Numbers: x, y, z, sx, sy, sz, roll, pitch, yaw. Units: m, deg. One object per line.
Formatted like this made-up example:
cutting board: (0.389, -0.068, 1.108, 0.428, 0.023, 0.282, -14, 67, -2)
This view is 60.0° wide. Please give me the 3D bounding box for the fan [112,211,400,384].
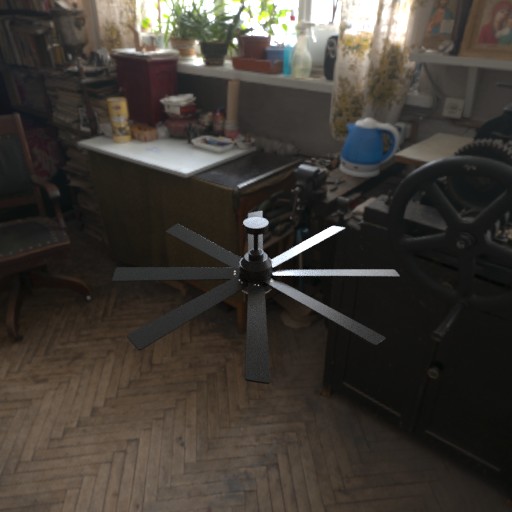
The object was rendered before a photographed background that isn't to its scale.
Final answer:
fan: (0.000, 0.000, 2.793, 1.830, 0.472, 1.830, 0, 31, 0)
